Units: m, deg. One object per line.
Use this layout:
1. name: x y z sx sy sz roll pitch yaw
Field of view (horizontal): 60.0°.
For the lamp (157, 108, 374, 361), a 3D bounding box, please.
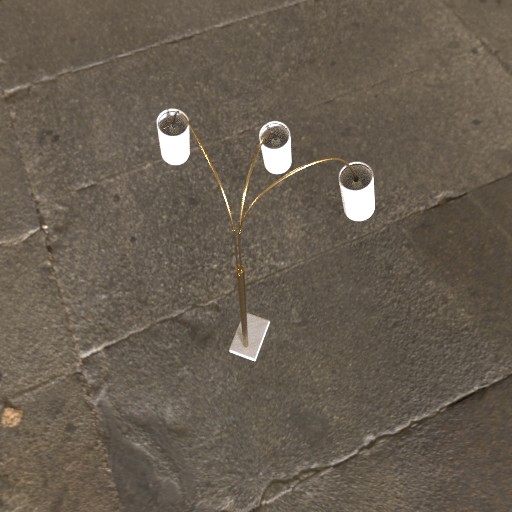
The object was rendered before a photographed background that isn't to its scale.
1. lamp: 0.000 0.000 2.508 1.020 2.055 0.667 18 65 9
